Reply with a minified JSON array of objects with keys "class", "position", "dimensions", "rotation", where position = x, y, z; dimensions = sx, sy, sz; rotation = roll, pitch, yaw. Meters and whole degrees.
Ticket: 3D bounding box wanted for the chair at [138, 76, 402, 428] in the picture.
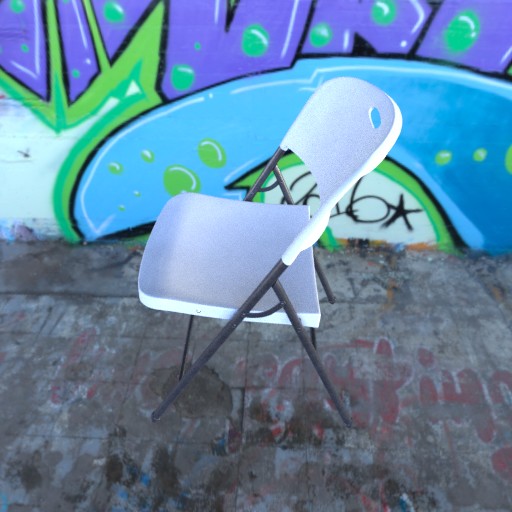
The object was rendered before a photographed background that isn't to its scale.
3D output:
[{"class":"chair","position":[0.000,0.000,1.142],"dimensions":[0.566,0.810,0.494],"rotation":[1,41,1]}]
